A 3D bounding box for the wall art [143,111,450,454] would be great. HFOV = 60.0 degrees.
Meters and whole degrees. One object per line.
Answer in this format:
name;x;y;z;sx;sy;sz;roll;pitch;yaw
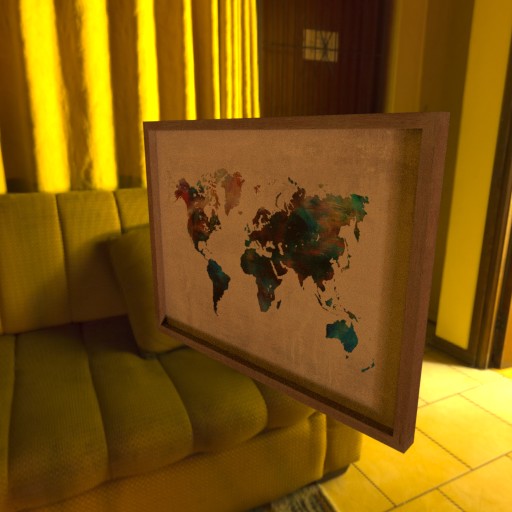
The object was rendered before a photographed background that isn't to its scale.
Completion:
wall art;0.000;0.000;1.697;1.320;1.009;0.070;14;21;41
